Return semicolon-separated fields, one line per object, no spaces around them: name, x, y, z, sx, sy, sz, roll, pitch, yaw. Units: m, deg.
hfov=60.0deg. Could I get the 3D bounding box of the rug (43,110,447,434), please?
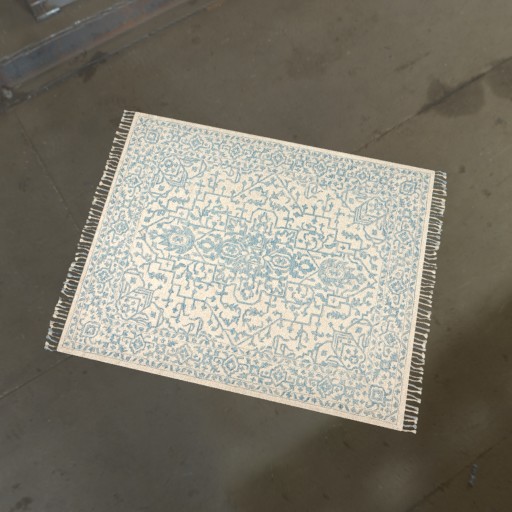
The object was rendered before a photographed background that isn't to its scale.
rug;0.000;0.000;4.113;3.327;0.010;2.464;12;75;3
